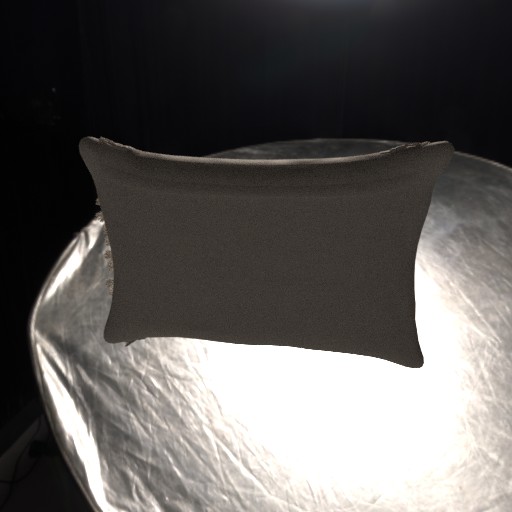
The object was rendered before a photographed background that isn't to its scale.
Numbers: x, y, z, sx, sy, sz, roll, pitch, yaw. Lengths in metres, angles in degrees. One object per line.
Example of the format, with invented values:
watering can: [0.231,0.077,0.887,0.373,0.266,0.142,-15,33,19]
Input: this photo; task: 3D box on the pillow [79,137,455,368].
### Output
pillow: [0.000,0.000,0.590,0.466,0.305,0.084,3,18,8]
